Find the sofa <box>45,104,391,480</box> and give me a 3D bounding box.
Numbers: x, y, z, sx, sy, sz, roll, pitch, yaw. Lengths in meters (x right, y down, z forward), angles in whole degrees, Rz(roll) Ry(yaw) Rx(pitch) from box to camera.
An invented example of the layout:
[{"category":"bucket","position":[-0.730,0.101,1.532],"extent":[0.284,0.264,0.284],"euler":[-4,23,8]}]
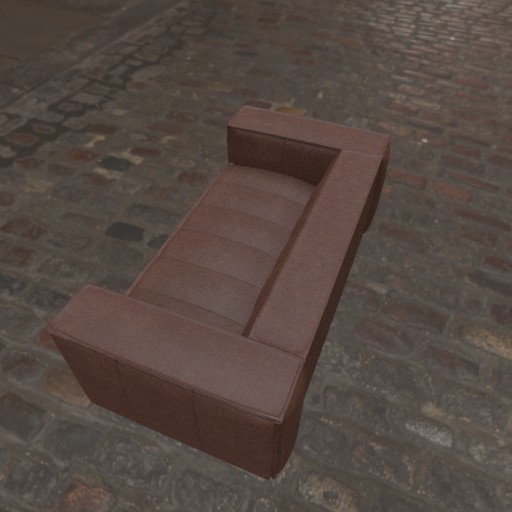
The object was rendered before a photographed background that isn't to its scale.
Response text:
[{"category":"sofa","position":[0.000,0.000,2.567],"extent":[1.102,0.703,2.088],"euler":[17,49,15]}]
